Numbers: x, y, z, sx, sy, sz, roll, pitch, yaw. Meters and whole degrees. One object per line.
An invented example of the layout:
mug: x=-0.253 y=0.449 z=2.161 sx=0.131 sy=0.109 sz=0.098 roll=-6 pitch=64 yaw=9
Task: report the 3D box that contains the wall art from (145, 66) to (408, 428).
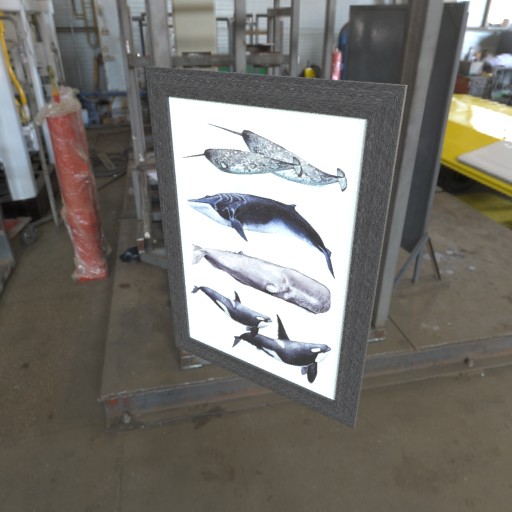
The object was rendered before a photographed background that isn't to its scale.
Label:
wall art: x=0.000 y=0.000 z=1.464 sx=0.810 sy=1.116 sz=0.016 roll=17 pitch=33 yaw=28
